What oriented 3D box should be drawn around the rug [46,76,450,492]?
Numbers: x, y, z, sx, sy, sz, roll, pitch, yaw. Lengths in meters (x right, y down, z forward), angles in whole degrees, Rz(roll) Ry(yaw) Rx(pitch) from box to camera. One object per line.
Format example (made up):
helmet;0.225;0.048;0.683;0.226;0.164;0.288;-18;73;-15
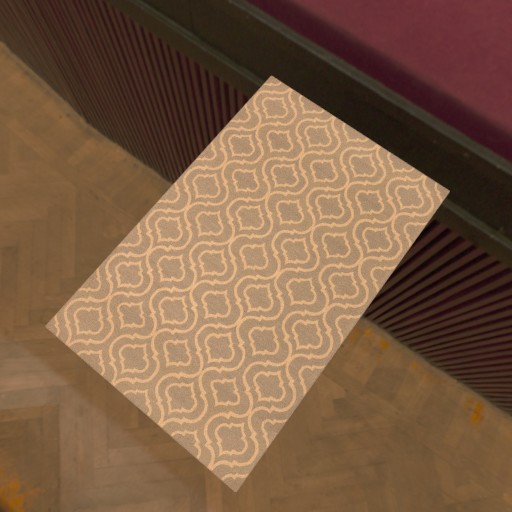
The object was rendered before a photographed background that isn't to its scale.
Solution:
rug;0.000;0.000;2.163;1.141;0.015;1.749;37;77;10
